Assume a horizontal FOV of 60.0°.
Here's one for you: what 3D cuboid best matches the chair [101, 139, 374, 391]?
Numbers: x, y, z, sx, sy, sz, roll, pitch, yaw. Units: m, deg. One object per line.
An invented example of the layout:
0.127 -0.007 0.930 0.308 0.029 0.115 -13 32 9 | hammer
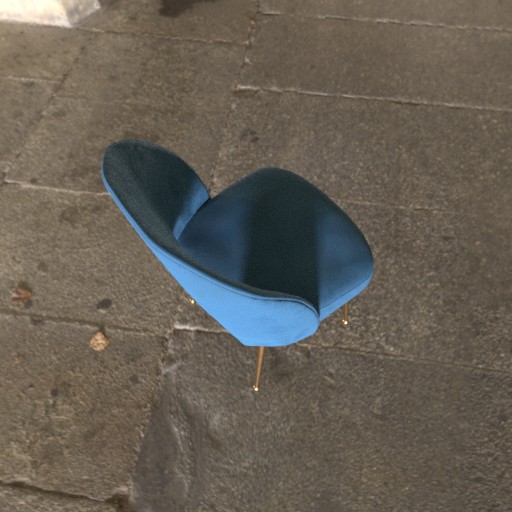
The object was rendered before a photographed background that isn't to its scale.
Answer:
0.000 0.000 1.221 0.577 0.860 0.527 -32 63 -18 | chair
